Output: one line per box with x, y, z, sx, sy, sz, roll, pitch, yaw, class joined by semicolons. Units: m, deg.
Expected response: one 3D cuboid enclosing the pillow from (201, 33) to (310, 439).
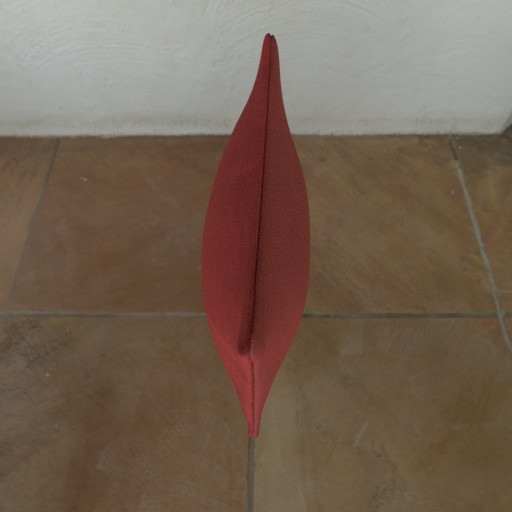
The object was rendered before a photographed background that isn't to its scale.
0.000;0.000;0.641;0.151;0.416;0.435;3;59;2;pillow
